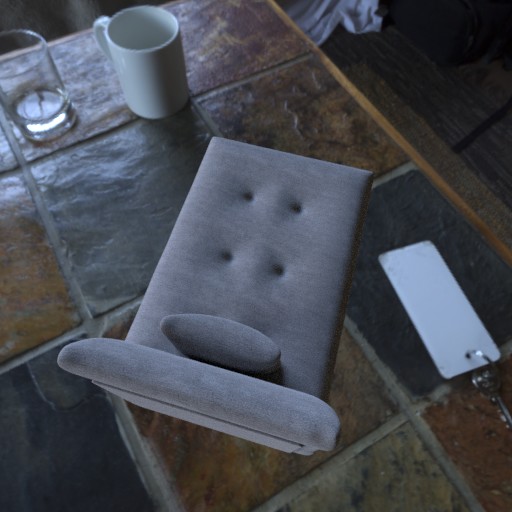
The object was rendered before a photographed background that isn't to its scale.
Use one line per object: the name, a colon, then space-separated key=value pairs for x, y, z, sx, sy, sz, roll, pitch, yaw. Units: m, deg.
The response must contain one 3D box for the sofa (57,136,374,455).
sofa: x=0.000 y=0.000 z=1.968 sx=0.930 sy=0.820 sz=1.450 roll=14 pitch=64 yaw=7
